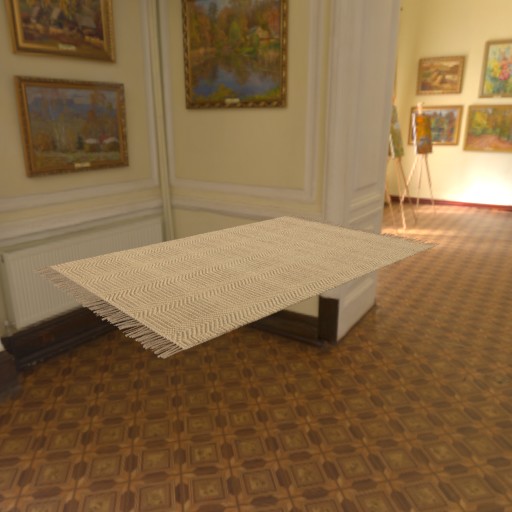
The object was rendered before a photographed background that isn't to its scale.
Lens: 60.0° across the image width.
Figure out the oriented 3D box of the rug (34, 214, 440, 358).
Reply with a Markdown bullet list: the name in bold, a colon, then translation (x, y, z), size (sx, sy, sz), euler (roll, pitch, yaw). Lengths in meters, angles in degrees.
- **rug**: translation (0.000, 0.000, 2.512), size (2.021, 0.027, 1.224), euler (-16, 23, -41)
